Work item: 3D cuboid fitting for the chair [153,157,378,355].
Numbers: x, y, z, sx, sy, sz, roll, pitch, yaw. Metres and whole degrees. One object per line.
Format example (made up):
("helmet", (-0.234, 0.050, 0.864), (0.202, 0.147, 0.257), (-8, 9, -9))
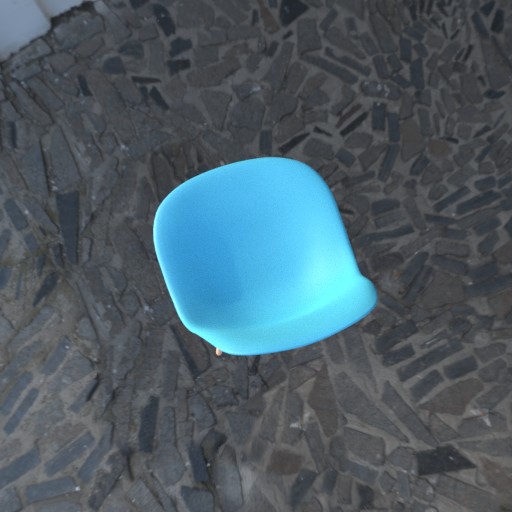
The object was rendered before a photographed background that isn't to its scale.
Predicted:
("chair", (0.000, 0.000, 1.130), (0.470, 0.826, 0.531), (-17, 75, -5))
